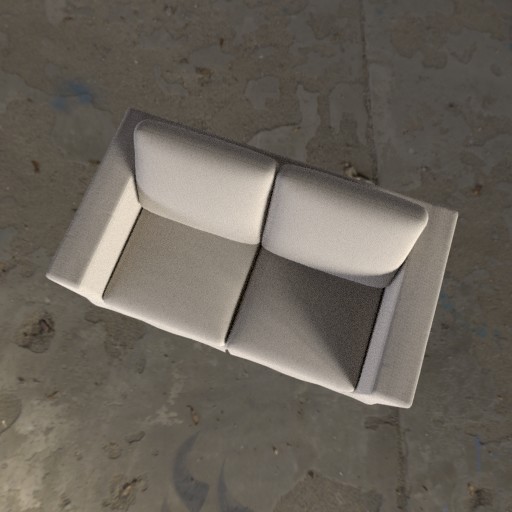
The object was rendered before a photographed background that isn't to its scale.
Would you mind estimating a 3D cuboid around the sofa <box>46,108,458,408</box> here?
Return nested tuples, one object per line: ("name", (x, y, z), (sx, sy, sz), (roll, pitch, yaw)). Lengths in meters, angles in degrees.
("sofa", (0.000, 0.000, 2.350), (1.813, 0.932, 1.009), (19, 75, 5))
